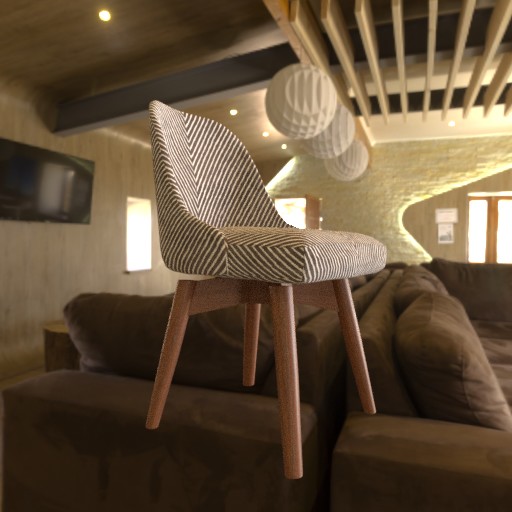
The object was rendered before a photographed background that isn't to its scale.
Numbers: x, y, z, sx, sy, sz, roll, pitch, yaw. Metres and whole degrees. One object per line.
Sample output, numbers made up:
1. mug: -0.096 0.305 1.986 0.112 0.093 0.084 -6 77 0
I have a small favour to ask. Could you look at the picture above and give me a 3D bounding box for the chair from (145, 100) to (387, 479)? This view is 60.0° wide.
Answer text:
1. chair: 0.000 0.000 1.208 0.591 0.883 0.504 1 2 35
